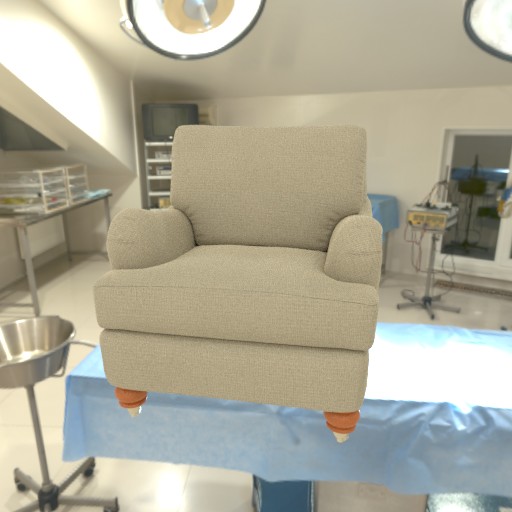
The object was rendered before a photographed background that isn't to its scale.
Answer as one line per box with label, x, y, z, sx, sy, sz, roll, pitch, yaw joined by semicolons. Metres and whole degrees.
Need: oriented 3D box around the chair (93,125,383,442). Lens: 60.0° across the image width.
chair;0.000;0.000;1.825;0.955;1.038;1.070;3;16;10
